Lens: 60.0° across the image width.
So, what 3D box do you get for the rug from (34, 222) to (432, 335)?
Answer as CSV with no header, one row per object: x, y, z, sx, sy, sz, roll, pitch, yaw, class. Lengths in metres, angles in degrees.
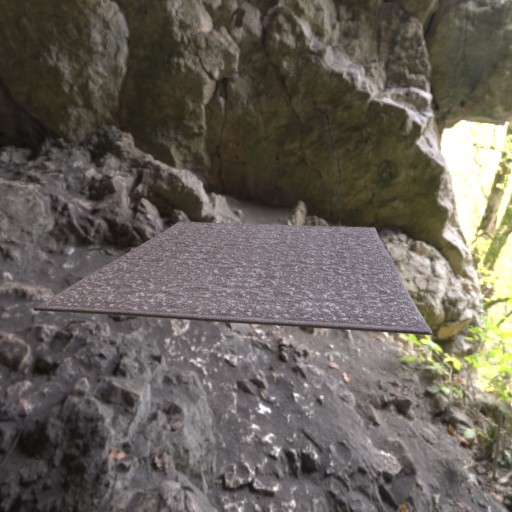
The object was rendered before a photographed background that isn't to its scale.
0.000,0.000,4.119,2.472,0.035,3.017,2,15,8,rug
